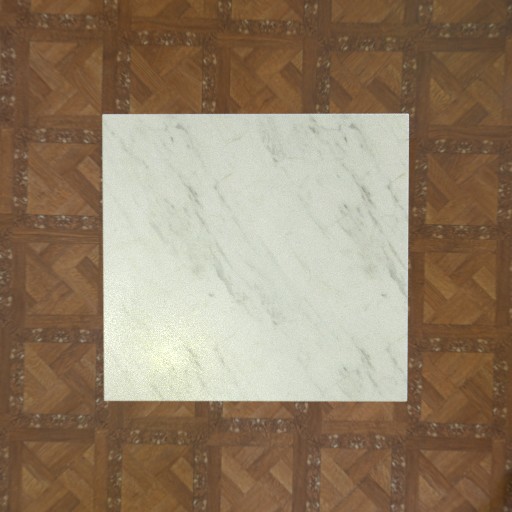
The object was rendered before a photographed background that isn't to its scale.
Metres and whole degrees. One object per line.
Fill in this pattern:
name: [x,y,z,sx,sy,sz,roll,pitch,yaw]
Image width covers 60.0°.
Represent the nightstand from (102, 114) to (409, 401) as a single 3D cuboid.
nightstand: [0.000,0.000,0.880,0.513,0.426,0.514,0,91,0]
